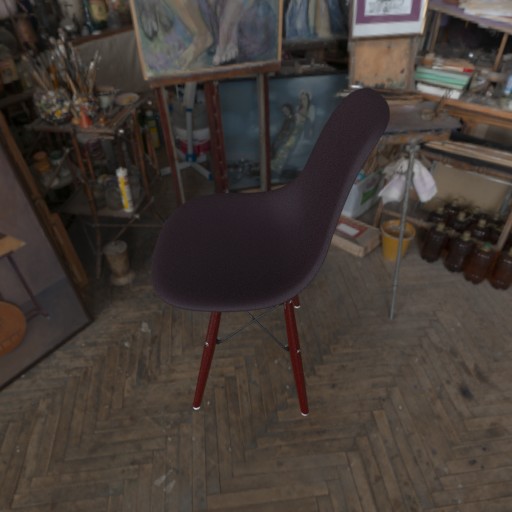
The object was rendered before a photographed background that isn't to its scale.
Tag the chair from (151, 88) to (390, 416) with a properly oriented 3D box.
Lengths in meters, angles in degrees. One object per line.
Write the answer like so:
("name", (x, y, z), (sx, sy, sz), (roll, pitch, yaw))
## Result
("chair", (0.000, 0.000, 1.170), (0.533, 0.826, 0.470), (-1, 40, -1))
